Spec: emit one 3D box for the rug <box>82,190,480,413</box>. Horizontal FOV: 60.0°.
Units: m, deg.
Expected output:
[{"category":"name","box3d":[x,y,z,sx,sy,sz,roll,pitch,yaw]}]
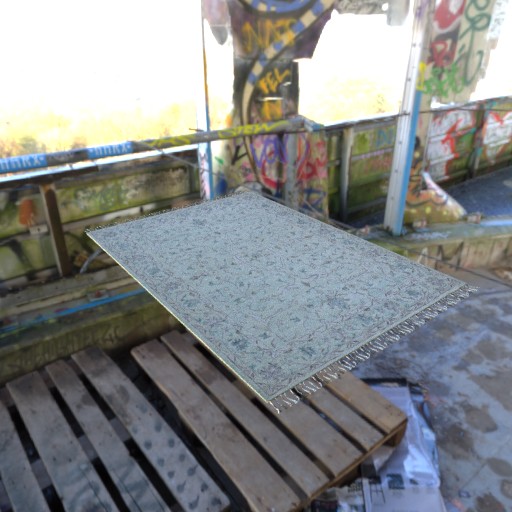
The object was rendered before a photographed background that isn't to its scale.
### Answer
[{"category":"rug","box3d":[0.000,0.000,2.348,1.247,0.008,1.802,-19,33,-33]}]
